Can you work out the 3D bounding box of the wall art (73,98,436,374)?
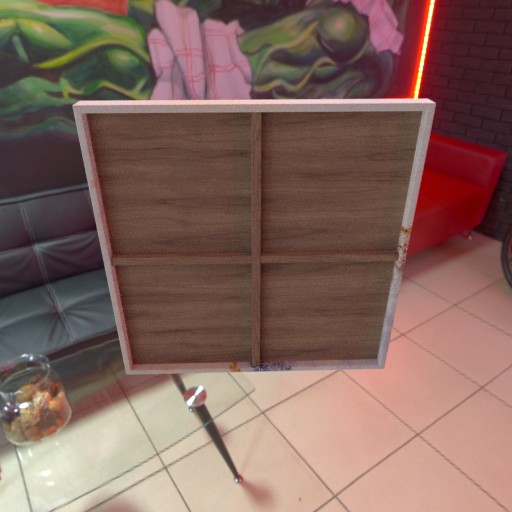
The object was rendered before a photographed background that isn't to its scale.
[{"bbox_3d":[0.000,0.000,1.584,1.061,1.061,0.071,-1,30,-2],"label":"wall art"}]
